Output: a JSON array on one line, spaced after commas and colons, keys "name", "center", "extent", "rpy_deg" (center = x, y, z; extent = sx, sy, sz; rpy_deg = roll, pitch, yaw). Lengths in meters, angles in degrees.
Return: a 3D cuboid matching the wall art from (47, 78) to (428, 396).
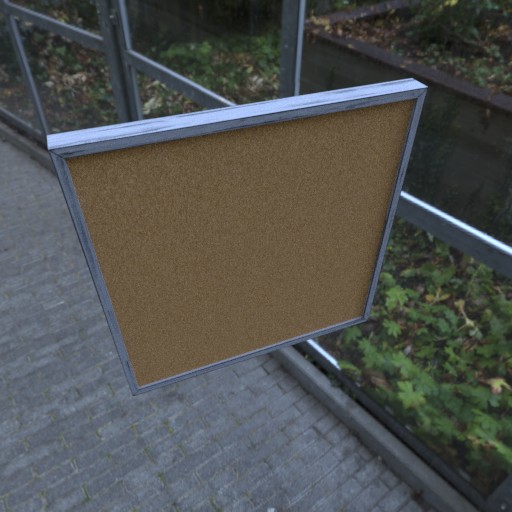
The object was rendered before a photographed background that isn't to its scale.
[{"name": "wall art", "center": [0.000, 0.000, 0.737], "extent": [0.506, 0.506, 0.038], "rpy_deg": [-14, 44, -16]}]
